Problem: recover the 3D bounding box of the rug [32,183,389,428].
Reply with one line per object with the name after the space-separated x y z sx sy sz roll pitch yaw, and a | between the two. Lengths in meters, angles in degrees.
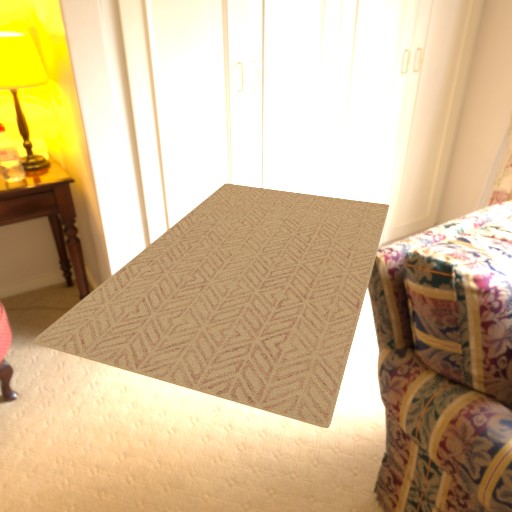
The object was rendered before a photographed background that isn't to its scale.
0.000 0.000 2.998 1.523 0.008 2.438 10 31 17 | rug
